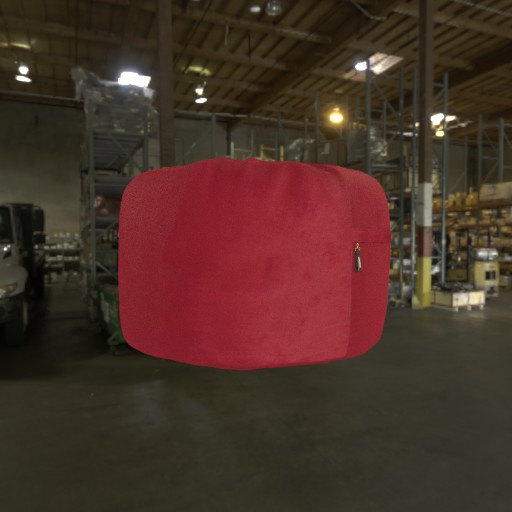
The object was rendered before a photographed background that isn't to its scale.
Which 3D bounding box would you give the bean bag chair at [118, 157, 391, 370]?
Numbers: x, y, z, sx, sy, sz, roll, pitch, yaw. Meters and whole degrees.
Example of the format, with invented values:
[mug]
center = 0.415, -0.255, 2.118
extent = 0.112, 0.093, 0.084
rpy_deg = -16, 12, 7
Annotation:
[bean bag chair]
center = 0.000, 0.000, 2.055
extent = 1.219, 0.762, 1.219
rpy_deg = 0, 2, 0
